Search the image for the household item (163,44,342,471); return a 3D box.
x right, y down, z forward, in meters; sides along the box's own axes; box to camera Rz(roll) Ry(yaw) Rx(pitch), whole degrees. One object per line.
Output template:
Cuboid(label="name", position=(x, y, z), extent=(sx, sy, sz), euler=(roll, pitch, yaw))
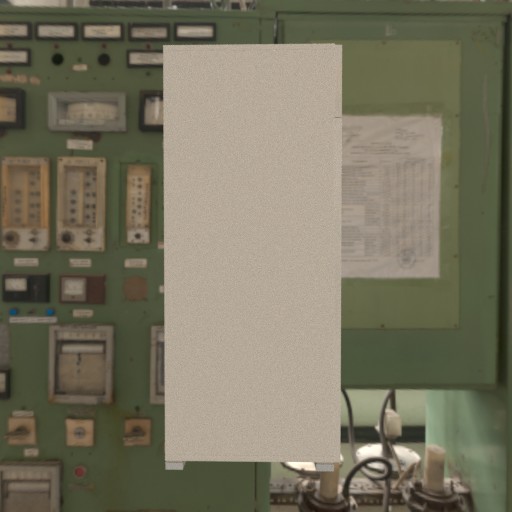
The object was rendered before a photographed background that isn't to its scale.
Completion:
Cuboid(label="household item", position=(0.000, 0.000, 1.445), extent=(0.420, 1.010, 0.790), euler=(0, 1, 1))
